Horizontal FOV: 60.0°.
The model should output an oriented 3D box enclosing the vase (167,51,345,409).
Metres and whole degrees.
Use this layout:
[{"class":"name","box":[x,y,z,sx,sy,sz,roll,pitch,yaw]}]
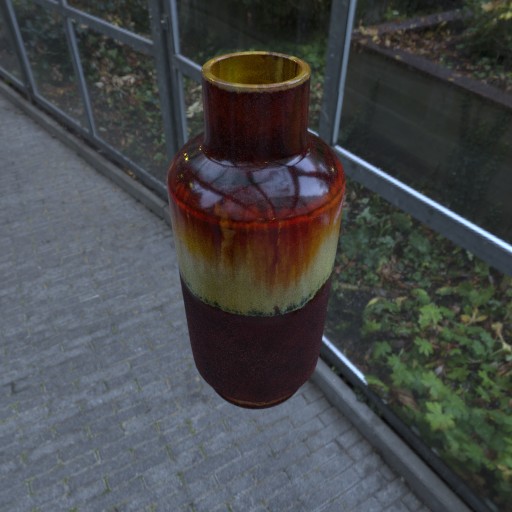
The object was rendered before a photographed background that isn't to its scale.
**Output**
[{"class":"vase","box":[0.000,0.000,0.317,0.111,0.261,0.111,0,41,0]}]
